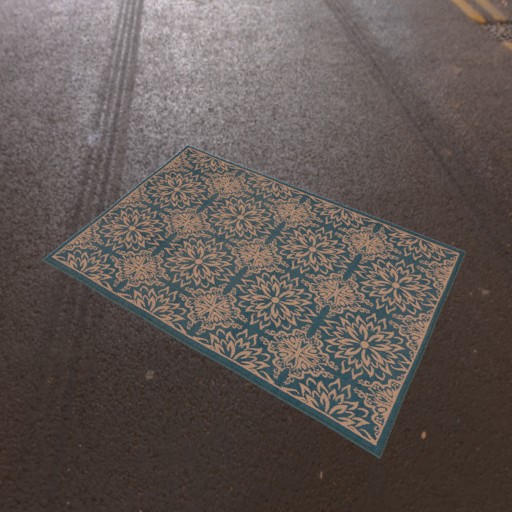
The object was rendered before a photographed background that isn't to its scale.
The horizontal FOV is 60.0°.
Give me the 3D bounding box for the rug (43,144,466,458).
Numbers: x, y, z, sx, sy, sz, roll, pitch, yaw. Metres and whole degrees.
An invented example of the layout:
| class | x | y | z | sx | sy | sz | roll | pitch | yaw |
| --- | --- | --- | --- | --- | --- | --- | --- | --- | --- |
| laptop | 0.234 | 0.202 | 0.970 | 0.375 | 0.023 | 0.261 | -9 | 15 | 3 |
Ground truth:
| class | x | y | z | sx | sy | sz | roll | pitch | yaw |
| --- | --- | --- | --- | --- | --- | --- | --- | --- | --- |
| rug | 0.000 | 0.000 | 2.294 | 1.833 | 0.012 | 1.211 | 25 | 53 | 21 |
